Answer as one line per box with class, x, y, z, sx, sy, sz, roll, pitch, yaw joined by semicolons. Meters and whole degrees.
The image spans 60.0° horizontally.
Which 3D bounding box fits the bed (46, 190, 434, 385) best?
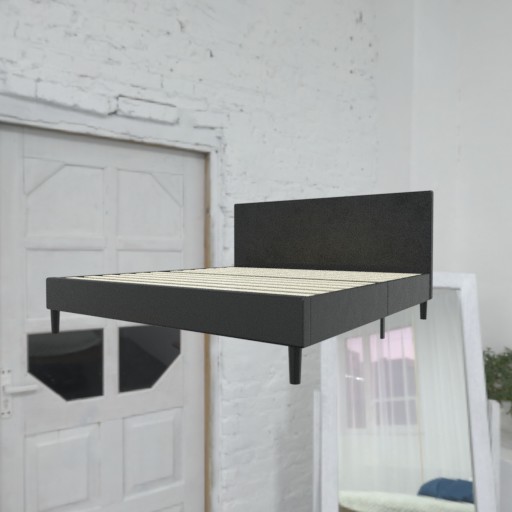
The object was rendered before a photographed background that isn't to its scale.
bed;0.000;0.000;3.326;2.018;1.046;2.152;1;2;35
